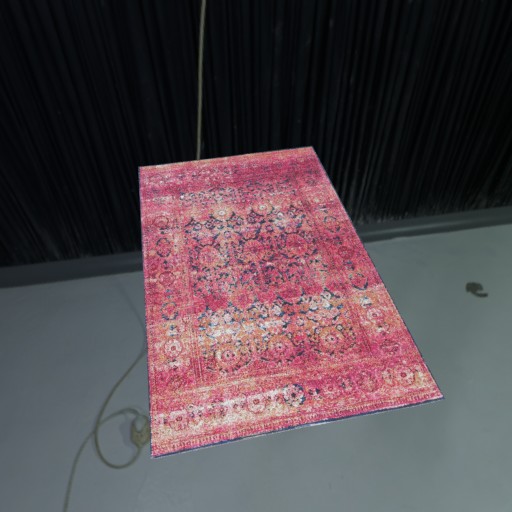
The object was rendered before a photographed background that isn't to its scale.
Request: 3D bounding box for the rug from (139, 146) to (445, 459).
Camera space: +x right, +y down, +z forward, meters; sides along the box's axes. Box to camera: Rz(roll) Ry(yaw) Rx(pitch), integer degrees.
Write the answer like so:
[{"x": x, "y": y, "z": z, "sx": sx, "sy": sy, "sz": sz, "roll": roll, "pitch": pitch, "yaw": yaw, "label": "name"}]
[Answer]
[{"x": 0.000, "y": 0.000, "z": 3.056, "sx": 1.539, "sy": 0.018, "sz": 2.449, "roll": -9, "pitch": 47, "yaw": -8, "label": "rug"}]
